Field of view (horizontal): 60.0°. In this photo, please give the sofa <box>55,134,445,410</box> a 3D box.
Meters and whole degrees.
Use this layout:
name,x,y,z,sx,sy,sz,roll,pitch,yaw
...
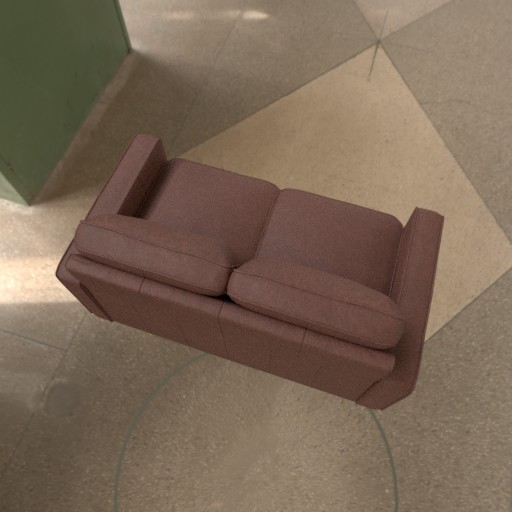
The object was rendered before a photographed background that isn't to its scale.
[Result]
name,x,y,z,sx,sy,sz,roll,pitch,yaw
sofa,0.000,0.000,2.266,1.709,0.918,0.947,17,64,8
